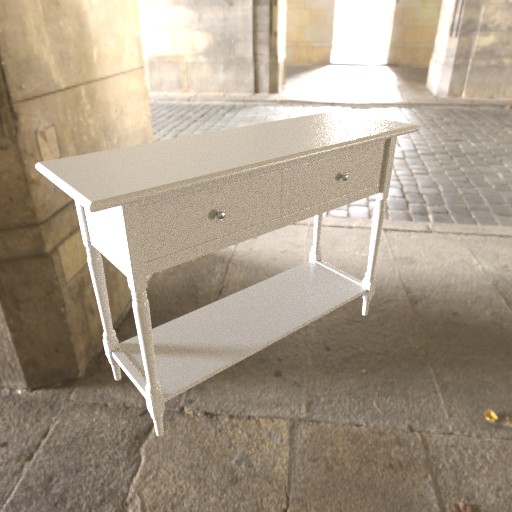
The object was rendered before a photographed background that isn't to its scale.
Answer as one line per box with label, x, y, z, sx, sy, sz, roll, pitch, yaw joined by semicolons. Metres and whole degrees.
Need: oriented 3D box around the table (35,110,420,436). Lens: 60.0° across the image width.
table;0.000;0.000;1.564;1.197;0.808;0.384;-21;35;-34
